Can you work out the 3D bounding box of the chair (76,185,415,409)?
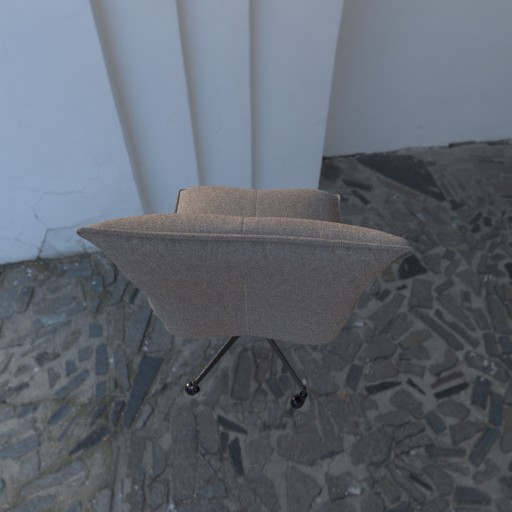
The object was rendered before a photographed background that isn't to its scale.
[{"bbox_3d":[0.000,0.000,1.284,0.597,0.811,0.696,3,47,3],"label":"chair"}]
